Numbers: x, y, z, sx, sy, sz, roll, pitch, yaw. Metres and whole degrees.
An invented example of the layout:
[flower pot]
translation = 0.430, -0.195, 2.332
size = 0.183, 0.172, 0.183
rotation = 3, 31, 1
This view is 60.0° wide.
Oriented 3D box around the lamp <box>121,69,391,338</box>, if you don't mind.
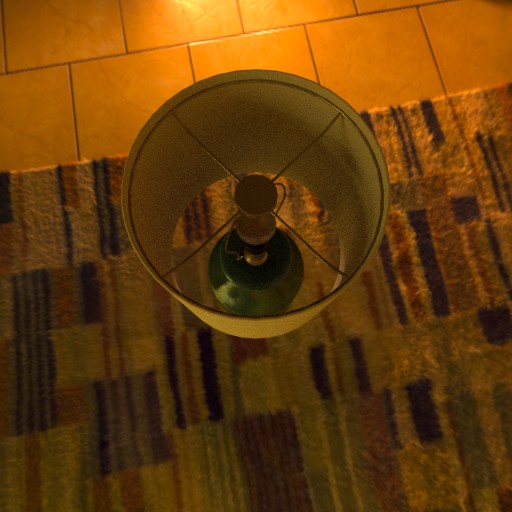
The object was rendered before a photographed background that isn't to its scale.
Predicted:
[lamp]
translation = 0.000, 0.000, 0.567
size = 0.211, 0.455, 0.211
rotation = -30, 78, -7
